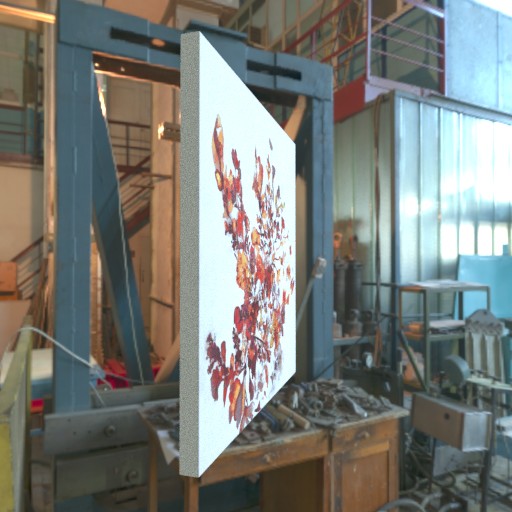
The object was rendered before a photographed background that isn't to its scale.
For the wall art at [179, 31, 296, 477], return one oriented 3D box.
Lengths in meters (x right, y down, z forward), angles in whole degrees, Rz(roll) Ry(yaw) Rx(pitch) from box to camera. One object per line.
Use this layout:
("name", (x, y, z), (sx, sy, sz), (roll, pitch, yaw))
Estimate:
("wall art", (0.000, 0.000, 1.115), (0.037, 0.757, 0.757), (0, -1, 17))
